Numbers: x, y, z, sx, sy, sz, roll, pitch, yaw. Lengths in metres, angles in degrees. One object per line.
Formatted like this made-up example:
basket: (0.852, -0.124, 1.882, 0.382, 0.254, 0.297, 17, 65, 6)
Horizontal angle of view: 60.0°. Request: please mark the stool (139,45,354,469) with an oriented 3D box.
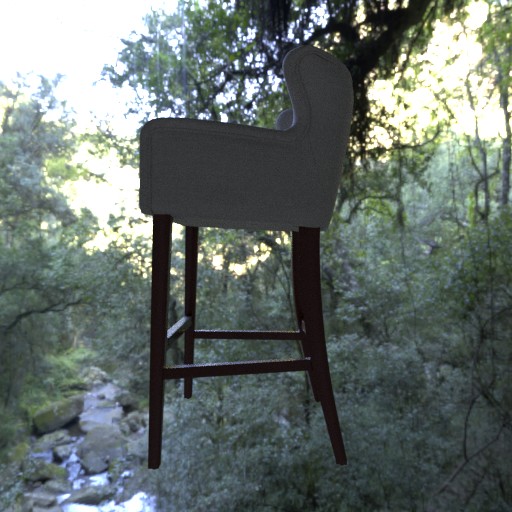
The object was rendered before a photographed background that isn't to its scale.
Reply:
stool: (0.000, 0.000, 1.330, 0.563, 1.034, 0.556, 0, 1, 1)
